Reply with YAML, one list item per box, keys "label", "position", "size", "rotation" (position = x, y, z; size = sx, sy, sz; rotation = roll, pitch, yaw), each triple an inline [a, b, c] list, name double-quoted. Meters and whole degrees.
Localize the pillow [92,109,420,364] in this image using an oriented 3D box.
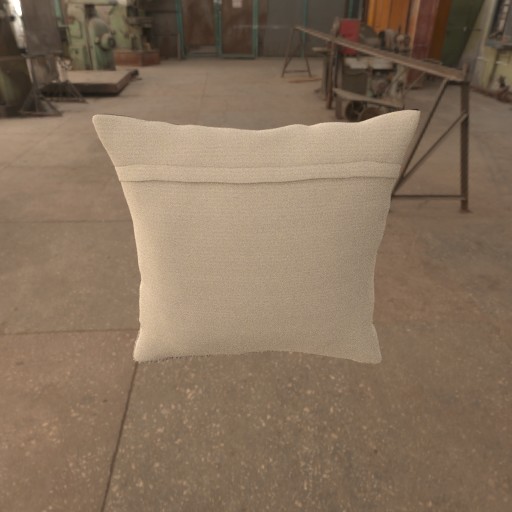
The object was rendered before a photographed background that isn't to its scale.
- label: "pillow"
  position: [0.000, 0.000, 0.742]
  size: [0.475, 0.473, 0.178]
  rotation: [0, 30, -1]
